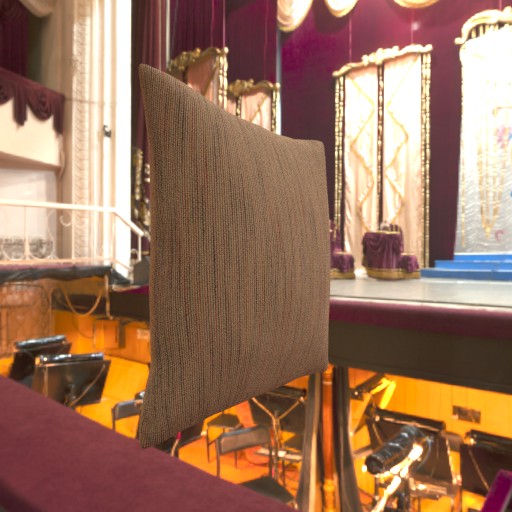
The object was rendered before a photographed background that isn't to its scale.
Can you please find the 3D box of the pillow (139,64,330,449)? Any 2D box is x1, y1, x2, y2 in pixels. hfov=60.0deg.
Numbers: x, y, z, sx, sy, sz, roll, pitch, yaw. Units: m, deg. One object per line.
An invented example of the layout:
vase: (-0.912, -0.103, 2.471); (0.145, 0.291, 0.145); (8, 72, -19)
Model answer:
pillow: (0.000, 0.000, 0.781); (0.178, 0.506, 0.512); (0, 0, 37)
